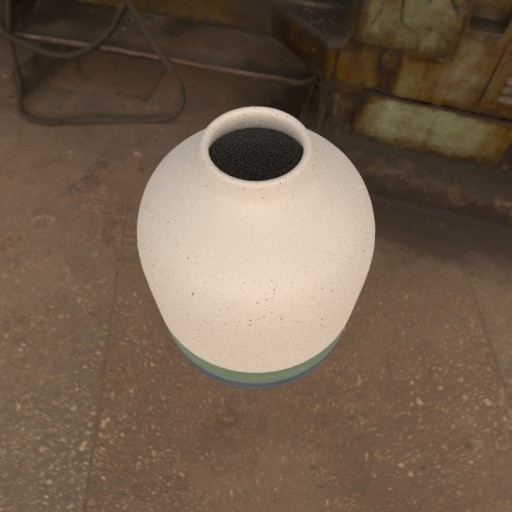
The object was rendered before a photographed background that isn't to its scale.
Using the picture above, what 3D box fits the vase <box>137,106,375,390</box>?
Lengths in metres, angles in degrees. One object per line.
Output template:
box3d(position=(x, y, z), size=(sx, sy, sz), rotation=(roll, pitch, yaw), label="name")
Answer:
box3d(position=(0.000, 0.000, 0.351), size=(0.169, 0.240, 0.169), rotation=(0, 58, 0), label="vase")
